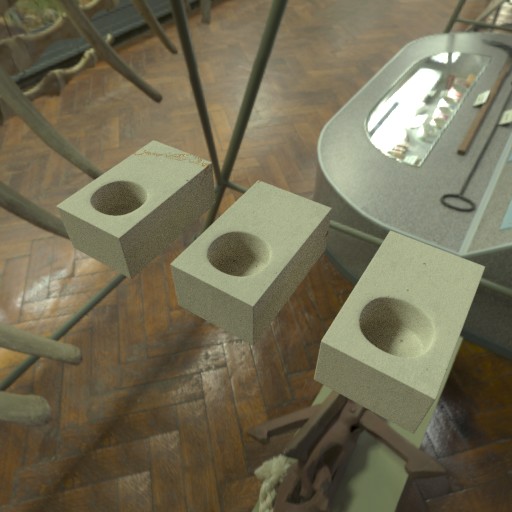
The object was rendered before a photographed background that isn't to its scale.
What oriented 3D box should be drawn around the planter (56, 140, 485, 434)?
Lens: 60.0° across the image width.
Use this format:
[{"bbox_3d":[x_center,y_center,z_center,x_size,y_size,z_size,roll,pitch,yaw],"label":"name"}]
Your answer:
[{"bbox_3d":[0.000,0.000,0.380,0.333,0.051,0.127,25,51,22],"label":"planter"}]
